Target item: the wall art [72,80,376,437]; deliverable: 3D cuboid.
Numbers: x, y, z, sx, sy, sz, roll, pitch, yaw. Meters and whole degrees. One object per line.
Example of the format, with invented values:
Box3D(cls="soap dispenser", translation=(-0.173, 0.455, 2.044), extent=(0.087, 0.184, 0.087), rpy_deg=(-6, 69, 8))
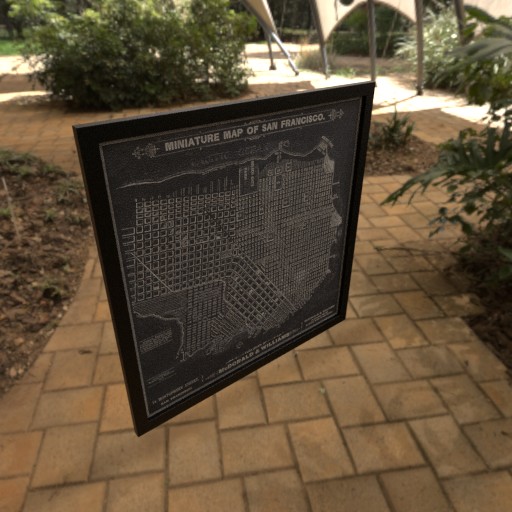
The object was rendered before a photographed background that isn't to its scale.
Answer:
Box3D(cls="wall art", translation=(0.000, 0.000, 0.674), extent=(0.457, 0.458, 0.012), rpy_deg=(-22, 36, -32))
